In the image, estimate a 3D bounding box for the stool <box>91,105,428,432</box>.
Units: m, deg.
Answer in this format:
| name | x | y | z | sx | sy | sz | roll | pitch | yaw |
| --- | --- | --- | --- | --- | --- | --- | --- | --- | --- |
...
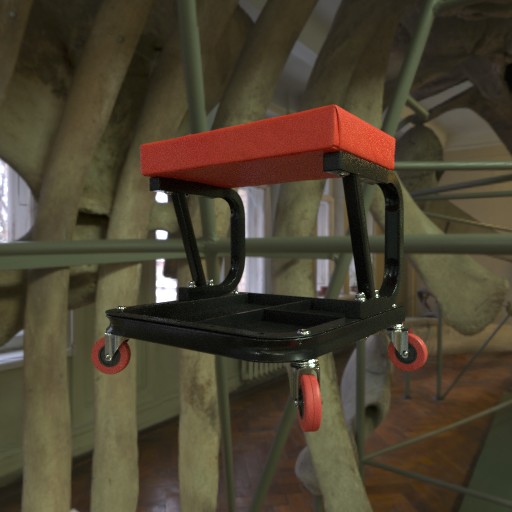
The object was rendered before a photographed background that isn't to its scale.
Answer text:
| name | x | y | z | sx | sy | sz | roll | pitch | yaw |
| --- | --- | --- | --- | --- | --- | --- | --- | --- | --- |
| stool | 0.000 | 0.000 | 0.716 | 0.446 | 0.380 | 0.371 | 1 | 2 | 37 |
